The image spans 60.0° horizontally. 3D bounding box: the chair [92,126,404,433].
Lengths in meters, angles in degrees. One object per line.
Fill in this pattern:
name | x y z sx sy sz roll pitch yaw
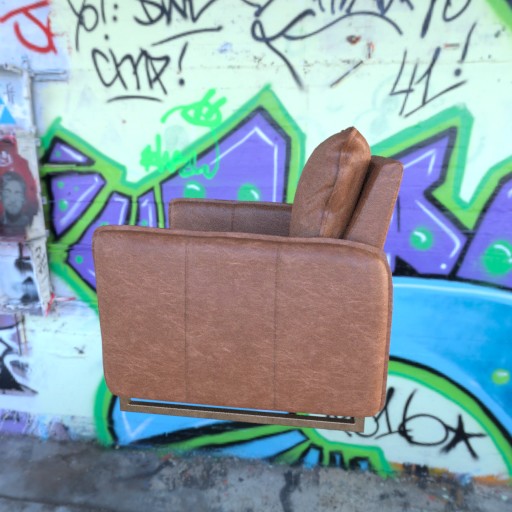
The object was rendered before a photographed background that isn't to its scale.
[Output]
chair | 0.000 0.000 1.650 0.922 0.922 0.830 2 14 8
